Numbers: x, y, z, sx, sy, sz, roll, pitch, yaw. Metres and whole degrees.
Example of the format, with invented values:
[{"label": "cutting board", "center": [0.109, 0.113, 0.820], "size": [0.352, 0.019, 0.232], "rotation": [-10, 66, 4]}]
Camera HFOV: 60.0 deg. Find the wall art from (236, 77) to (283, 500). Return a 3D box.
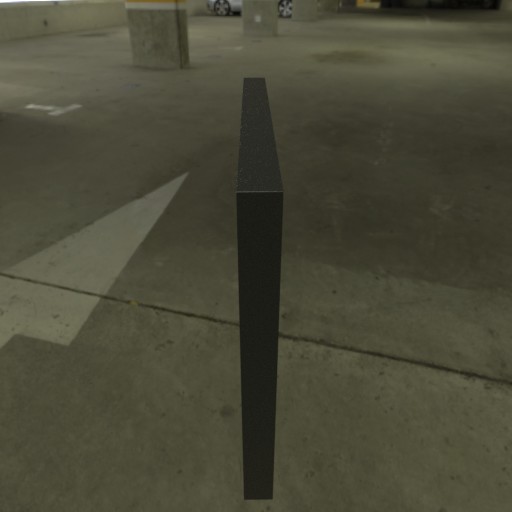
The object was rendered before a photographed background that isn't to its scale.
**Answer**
[{"label": "wall art", "center": [0.000, 0.000, 0.508], "size": [0.028, 0.321, 0.381], "rotation": [0, 31, -1]}]
